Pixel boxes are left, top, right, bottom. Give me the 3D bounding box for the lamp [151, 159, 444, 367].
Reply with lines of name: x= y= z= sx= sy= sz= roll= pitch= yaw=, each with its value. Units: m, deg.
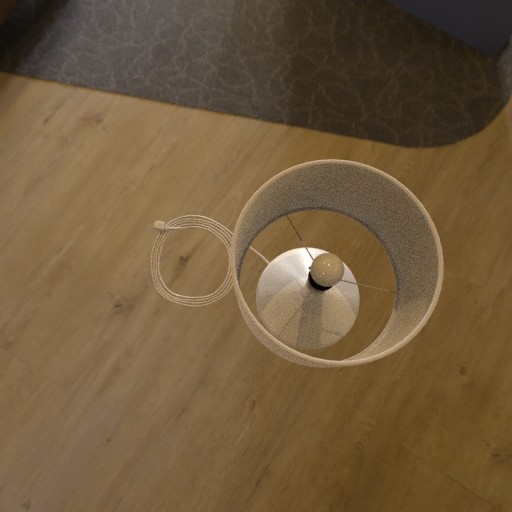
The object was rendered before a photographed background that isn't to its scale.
lamp: x=0.000 y=0.000 z=0.868 sx=0.401 sy=0.457 sz=0.546 roll=-40 pitch=79 yaw=-9
